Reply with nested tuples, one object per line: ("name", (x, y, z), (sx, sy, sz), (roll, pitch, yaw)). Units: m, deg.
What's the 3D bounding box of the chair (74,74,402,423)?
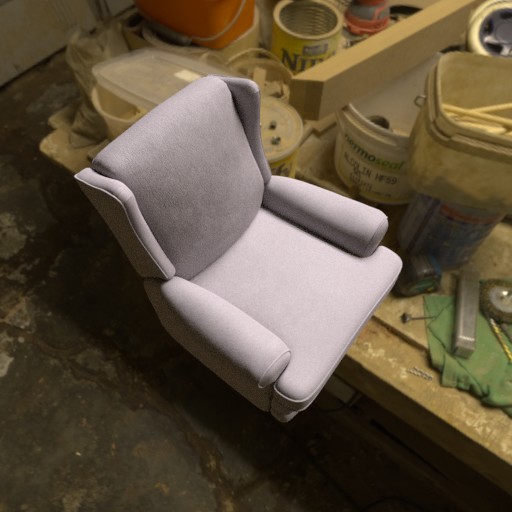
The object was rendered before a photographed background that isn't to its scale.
("chair", (0.000, 0.000, 1.740), (0.969, 1.011, 0.847), (34, 64, 19))
